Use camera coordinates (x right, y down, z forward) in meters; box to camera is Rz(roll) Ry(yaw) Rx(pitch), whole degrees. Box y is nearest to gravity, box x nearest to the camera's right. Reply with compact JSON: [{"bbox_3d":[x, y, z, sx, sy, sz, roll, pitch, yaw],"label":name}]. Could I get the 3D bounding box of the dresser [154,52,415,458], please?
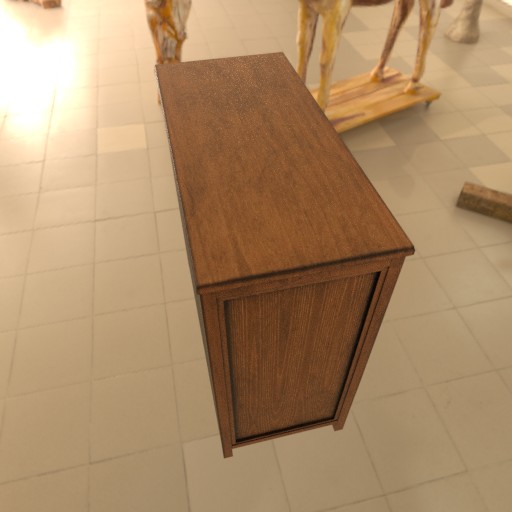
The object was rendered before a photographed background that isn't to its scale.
[{"bbox_3d":[0.000,0.000,1.955,0.591,1.224,1.250,-10,48,-9],"label":"dresser"}]
